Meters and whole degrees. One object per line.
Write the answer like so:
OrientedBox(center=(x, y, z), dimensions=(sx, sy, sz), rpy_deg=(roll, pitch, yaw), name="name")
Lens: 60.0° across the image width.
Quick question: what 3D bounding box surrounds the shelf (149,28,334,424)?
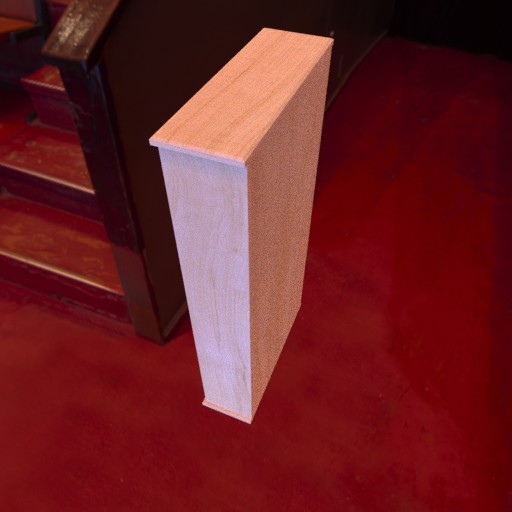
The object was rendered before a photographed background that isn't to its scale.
OrientedBox(center=(0.000, 0.000, 1.256), dimensions=(0.175, 1.030, 0.520), rpy_deg=(17, 49, 15), name="shelf")
